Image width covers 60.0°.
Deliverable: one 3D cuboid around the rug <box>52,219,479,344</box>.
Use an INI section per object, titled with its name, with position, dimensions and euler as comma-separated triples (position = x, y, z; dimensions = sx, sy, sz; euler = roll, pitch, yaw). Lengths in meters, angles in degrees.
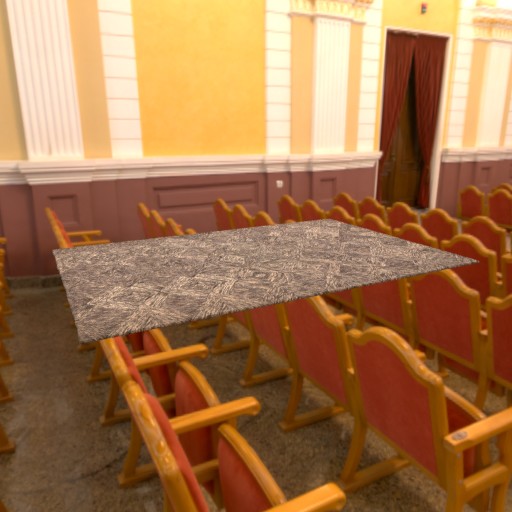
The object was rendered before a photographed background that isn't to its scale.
[rug]
position = 0.000, 0.000, 2.224
dimensions = 1.808, 0.011, 1.189
euler = -8, 18, -27
